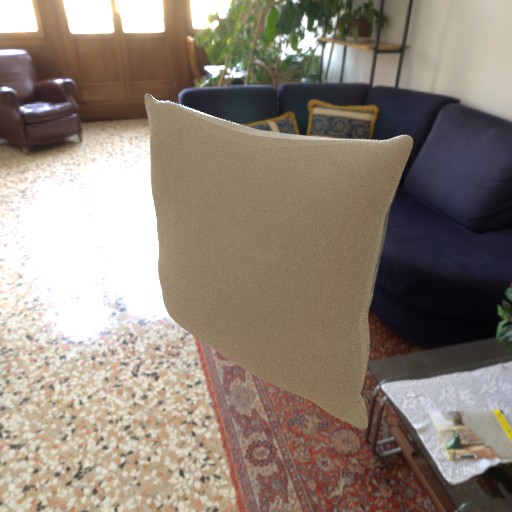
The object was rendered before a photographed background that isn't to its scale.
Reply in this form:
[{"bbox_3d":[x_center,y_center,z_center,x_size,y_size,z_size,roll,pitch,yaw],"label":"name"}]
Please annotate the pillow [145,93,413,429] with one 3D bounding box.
[{"bbox_3d":[0.000,0.000,0.680,0.440,0.441,0.182,22,37,33],"label":"pillow"}]
